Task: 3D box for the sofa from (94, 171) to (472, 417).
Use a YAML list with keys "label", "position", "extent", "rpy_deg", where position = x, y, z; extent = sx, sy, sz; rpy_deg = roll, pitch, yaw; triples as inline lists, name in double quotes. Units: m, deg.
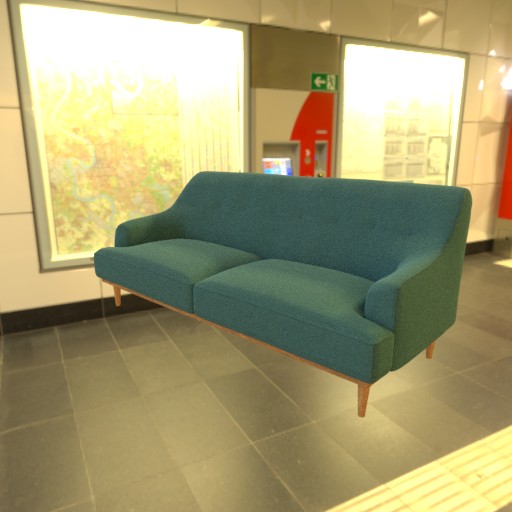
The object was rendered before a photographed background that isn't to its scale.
- label: "sofa"
  position: [0.000, 0.000, 2.557]
  extent: [2.057, 0.871, 0.978]
  rpy_deg: [13, 19, 41]
